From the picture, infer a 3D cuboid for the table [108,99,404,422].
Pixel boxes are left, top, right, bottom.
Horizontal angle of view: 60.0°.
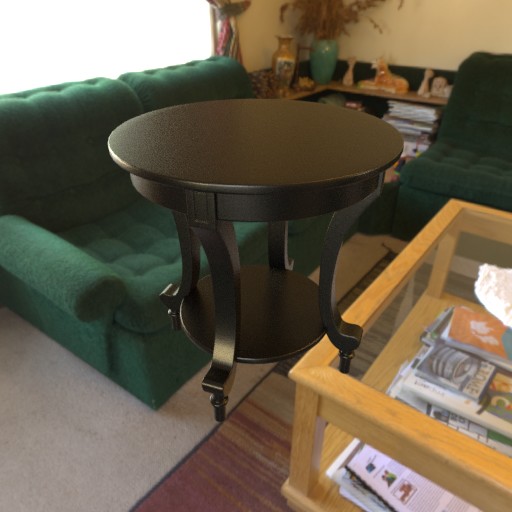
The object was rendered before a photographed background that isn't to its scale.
[{"bbox_3d":[0.000,0.000,1.088,0.597,0.618,0.597,0,31,0],"label":"table"}]
